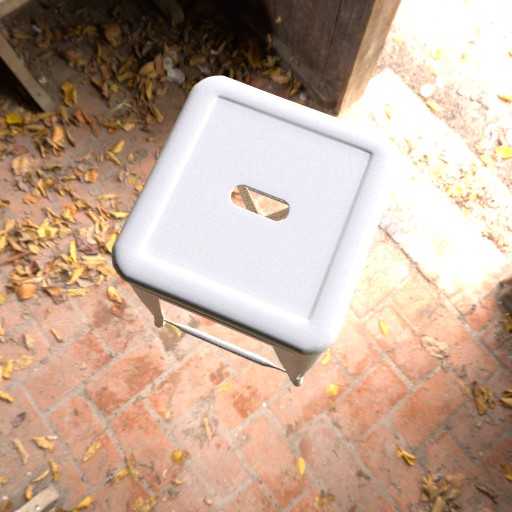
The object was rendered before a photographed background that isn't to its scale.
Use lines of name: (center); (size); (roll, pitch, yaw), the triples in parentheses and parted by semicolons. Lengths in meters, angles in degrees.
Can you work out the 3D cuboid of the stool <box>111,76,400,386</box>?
stool: (0.000, 0.000, 0.865); (0.406, 0.610, 0.406); (22, 78, 5)
